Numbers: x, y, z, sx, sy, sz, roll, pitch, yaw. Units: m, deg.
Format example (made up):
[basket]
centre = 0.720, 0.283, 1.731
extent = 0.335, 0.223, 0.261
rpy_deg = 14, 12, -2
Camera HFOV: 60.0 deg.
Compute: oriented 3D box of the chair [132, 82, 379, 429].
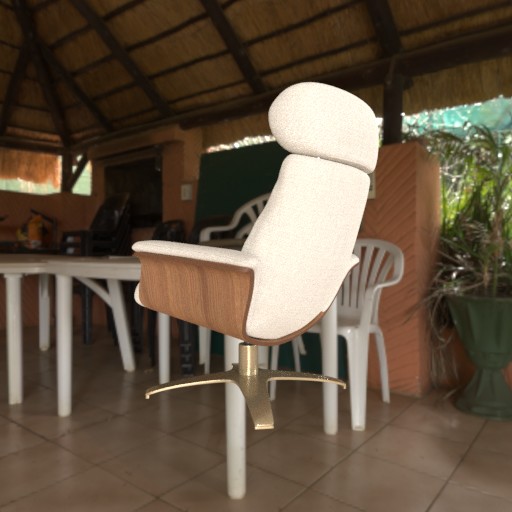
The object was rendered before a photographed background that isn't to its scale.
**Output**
[chair]
centre = 0.000, 0.000, 1.603
extent = 0.837, 0.995, 0.785
rpy_deg = 1, 1, 37
